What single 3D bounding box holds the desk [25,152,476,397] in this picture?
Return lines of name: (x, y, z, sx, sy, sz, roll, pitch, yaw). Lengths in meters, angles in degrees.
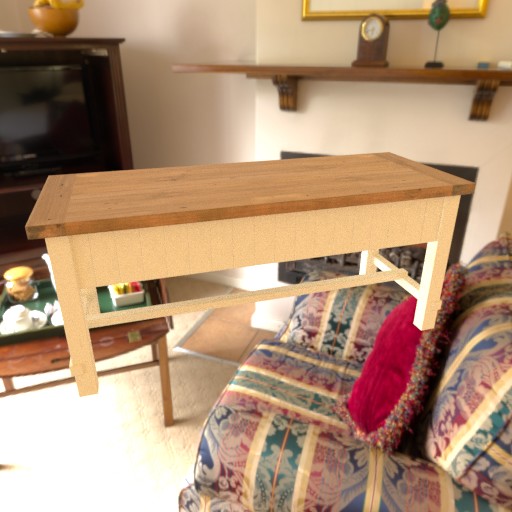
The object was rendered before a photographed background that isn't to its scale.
desk: (0.000, 0.000, 2.160, 1.803, 0.762, 0.688, -7, 26, -15)
